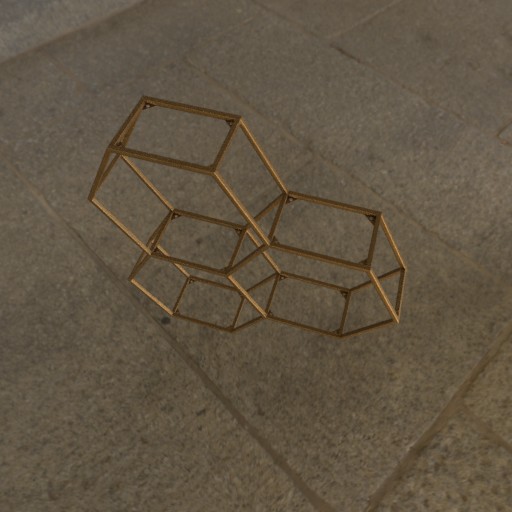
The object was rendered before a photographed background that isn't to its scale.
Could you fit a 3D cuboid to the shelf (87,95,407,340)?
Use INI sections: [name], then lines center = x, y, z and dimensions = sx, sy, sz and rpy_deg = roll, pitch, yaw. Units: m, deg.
[shelf]
center = 0.000, 0.000, 1.076
dimensions = 0.708, 0.701, 0.150
rpy_deg = 15, 59, 9
